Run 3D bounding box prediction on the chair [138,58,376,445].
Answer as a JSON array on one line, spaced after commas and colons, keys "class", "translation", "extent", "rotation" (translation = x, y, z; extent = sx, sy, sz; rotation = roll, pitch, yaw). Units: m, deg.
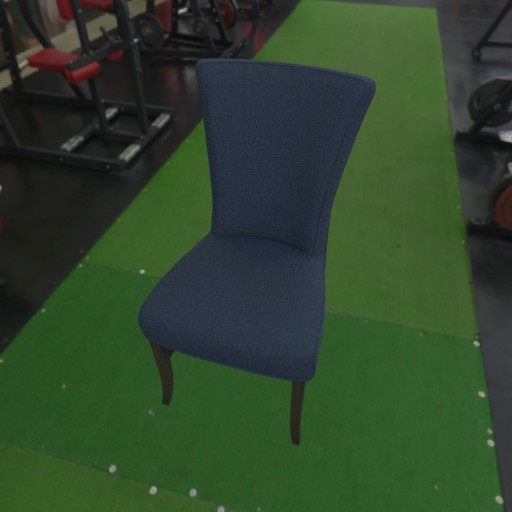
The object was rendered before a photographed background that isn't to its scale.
[{"class": "chair", "translation": [0.000, 0.000, 1.378], "extent": [0.520, 0.991, 0.660], "rotation": [12, 43, 13]}]
